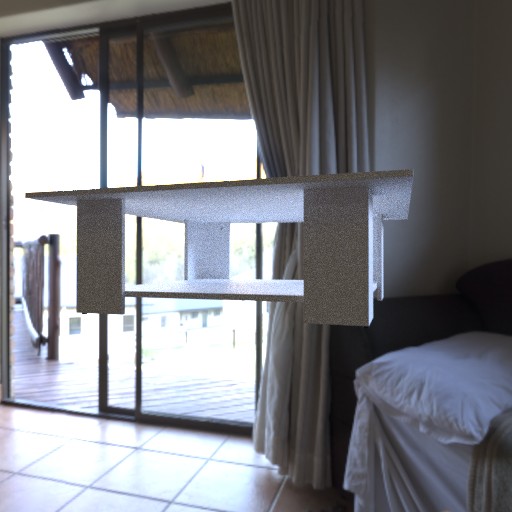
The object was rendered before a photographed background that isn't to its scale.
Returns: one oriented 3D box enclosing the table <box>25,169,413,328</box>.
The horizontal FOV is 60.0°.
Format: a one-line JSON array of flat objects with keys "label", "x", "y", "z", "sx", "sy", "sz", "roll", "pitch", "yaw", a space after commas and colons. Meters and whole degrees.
[{"label": "table", "x": 0.000, "y": 0.000, "z": 1.359, "sx": 0.890, "sy": 0.305, "sz": 0.890, "roll": 0, "pitch": 0, "yaw": 18}]
